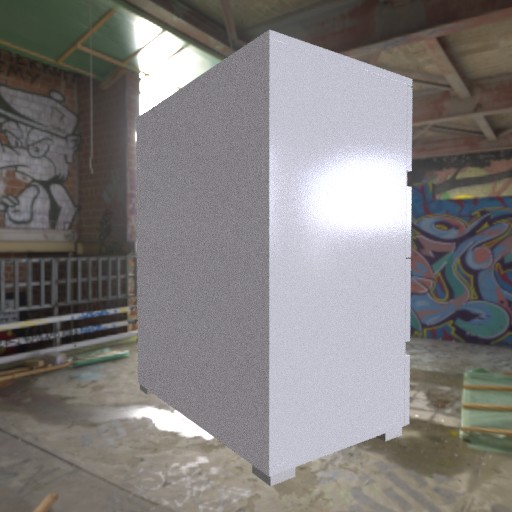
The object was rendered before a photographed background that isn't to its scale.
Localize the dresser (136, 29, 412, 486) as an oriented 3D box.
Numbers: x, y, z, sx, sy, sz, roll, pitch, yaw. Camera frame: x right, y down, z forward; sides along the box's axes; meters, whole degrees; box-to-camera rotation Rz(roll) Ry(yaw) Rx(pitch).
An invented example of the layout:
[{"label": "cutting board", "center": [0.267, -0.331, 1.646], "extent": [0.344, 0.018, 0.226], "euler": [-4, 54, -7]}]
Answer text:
[{"label": "dresser", "center": [0.000, 0.000, 1.153], "extent": [0.400, 0.800, 0.650], "euler": [-1, 2, -35]}]
